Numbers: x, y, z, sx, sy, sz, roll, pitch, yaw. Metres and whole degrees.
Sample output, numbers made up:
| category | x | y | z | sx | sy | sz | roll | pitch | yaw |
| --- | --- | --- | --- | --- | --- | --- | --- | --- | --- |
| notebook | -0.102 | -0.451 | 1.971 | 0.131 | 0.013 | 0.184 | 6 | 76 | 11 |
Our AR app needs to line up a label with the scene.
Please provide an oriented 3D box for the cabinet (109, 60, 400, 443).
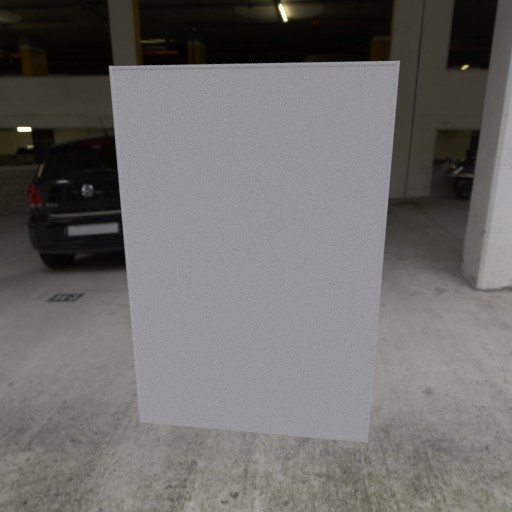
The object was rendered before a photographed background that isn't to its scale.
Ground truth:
| category | x | y | z | sx | sy | sz | roll | pitch | yaw |
| --- | --- | --- | --- | --- | --- | --- | --- | --- | --- |
| cabinet | 0.000 | 0.000 | 2.458 | 1.290 | 1.910 | 0.510 | 2 | 16 | 7 |
